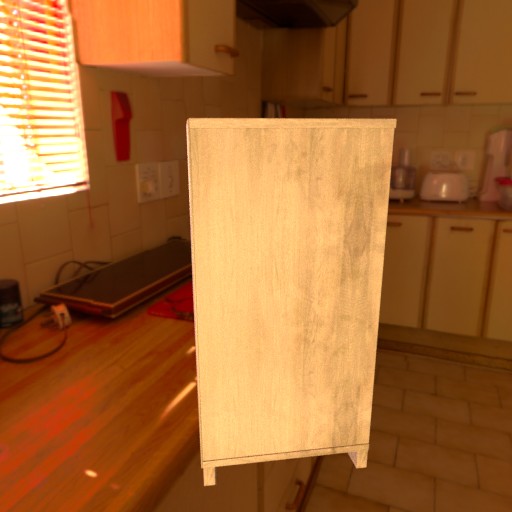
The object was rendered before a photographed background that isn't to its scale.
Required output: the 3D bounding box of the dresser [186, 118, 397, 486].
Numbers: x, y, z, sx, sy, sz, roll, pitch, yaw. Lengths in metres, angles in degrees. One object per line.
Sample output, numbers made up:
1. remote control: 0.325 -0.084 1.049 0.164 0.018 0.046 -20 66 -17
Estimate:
1. dresser: 0.000 0.000 1.418 0.404 0.816 0.994 -2 16 -8
